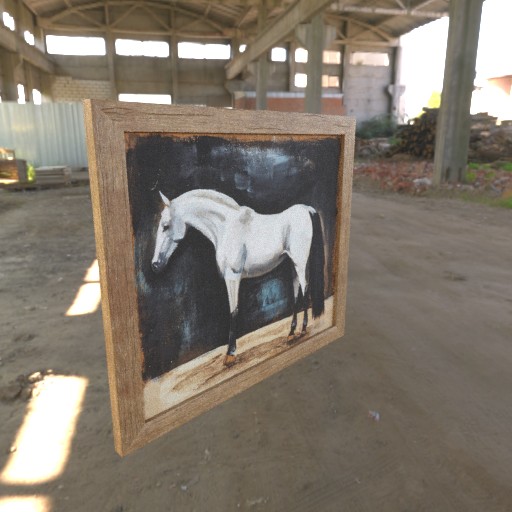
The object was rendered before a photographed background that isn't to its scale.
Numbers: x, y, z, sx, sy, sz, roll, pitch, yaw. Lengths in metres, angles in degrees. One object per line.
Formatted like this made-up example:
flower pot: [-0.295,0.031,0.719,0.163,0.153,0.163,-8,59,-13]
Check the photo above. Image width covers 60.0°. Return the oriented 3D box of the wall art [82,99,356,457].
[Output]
wall art: [0.000,0.000,0.941,0.026,0.588,0.690,14,20,42]
